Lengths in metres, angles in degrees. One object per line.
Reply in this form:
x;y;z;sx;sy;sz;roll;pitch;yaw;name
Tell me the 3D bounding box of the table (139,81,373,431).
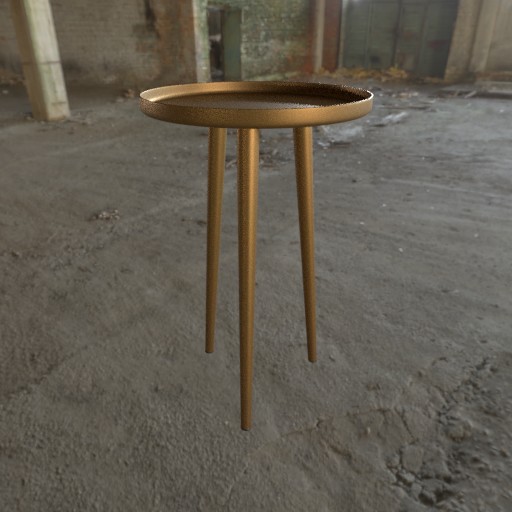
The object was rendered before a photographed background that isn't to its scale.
0.000;0.000;0.687;0.299;0.480;0.299;17;31;31;table
